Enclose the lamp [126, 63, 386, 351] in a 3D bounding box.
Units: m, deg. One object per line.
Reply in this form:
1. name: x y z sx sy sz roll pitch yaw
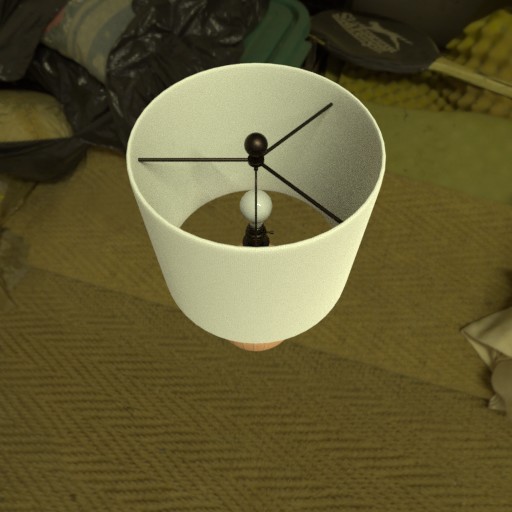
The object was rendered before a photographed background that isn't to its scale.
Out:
1. lamp: 0.000 0.000 0.796 0.329 0.570 0.329 0 58 0
